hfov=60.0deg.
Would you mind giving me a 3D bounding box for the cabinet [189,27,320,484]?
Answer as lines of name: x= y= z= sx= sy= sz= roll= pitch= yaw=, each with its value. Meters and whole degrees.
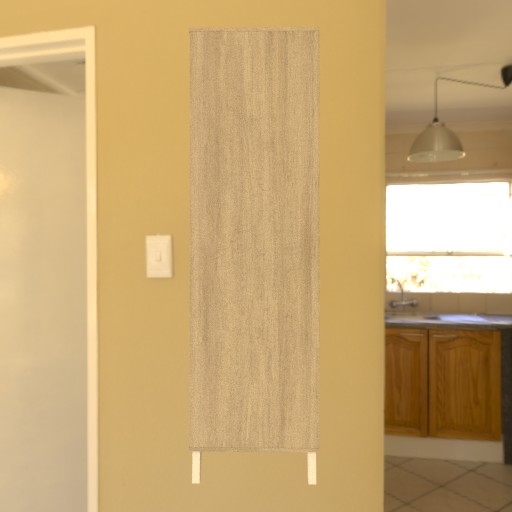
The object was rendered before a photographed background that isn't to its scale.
cabinet: x=0.000 y=0.000 z=2.440 sx=0.571 sy=1.999 sz=1.006 roll=0 pitch=0 yaw=1
